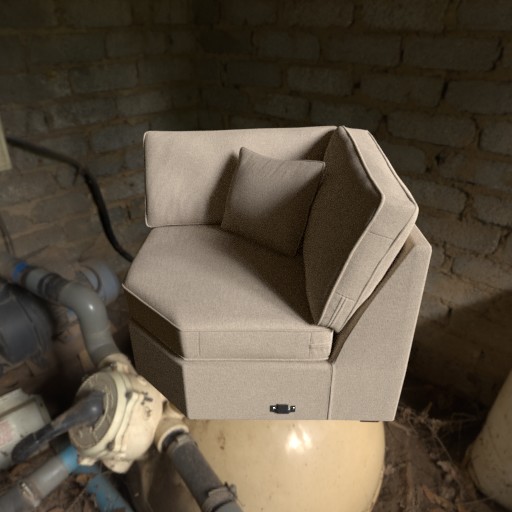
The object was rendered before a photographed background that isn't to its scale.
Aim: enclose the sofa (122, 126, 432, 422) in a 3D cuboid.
[{"bbox_3d":[0.000,0.000,1.863,1.050,0.937,1.042,1,29,2],"label":"sofa"}]
